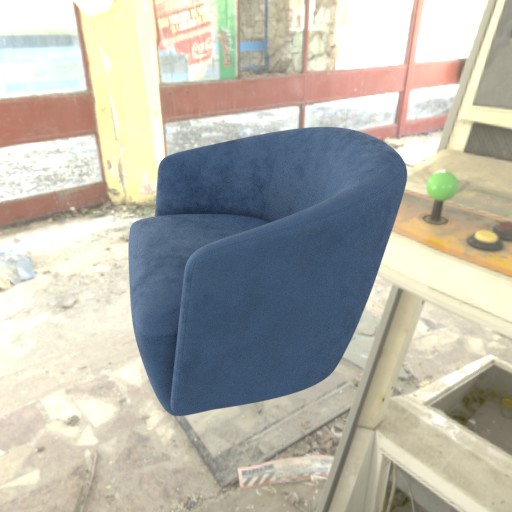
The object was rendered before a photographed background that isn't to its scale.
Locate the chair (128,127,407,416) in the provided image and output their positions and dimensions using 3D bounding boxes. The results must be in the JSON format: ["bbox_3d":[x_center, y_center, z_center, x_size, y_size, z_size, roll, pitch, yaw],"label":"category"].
[{"bbox_3d":[0.000,0.000,1.373,0.767,0.698,0.773,-7,29,-14],"label":"chair"}]
